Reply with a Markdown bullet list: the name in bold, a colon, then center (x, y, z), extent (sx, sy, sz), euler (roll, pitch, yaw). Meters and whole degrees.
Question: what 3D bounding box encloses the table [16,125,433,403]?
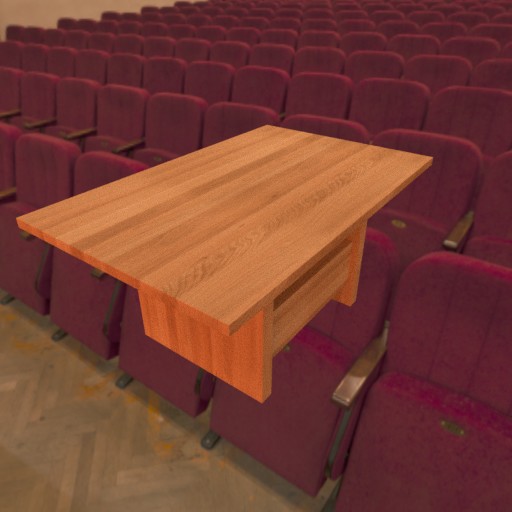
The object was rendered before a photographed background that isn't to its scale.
- **table**: center (0.000, 0.000, 1.455), extent (0.700, 0.510, 1.100), euler (21, 37, 31)
